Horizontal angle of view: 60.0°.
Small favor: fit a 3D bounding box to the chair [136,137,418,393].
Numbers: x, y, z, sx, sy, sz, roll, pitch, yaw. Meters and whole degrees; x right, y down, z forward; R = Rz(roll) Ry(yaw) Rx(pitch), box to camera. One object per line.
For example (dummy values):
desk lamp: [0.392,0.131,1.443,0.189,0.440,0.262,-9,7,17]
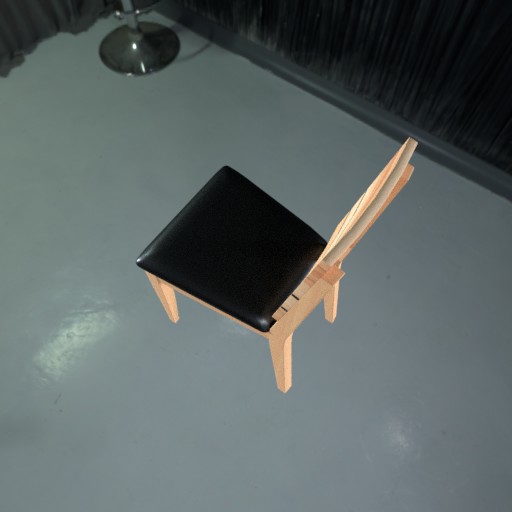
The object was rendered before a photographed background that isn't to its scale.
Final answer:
chair: [0.000,0.000,1.198,0.520,0.940,0.410,32,67,15]
